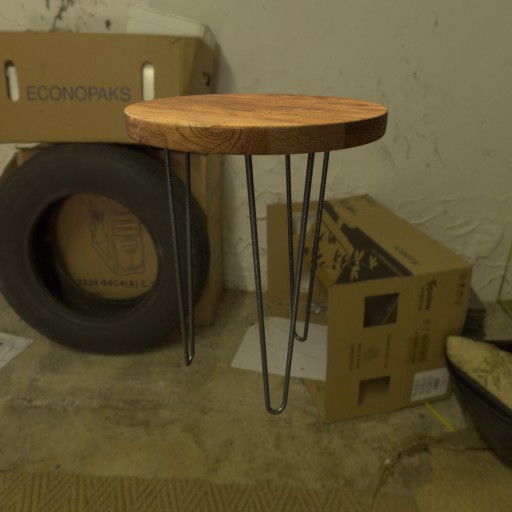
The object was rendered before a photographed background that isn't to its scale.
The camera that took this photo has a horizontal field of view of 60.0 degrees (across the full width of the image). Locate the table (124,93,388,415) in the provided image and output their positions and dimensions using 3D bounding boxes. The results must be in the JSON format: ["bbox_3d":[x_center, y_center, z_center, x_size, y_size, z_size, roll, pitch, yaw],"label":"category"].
[{"bbox_3d":[0.000,0.000,0.803,0.400,0.520,0.400,0,25,0],"label":"table"}]
